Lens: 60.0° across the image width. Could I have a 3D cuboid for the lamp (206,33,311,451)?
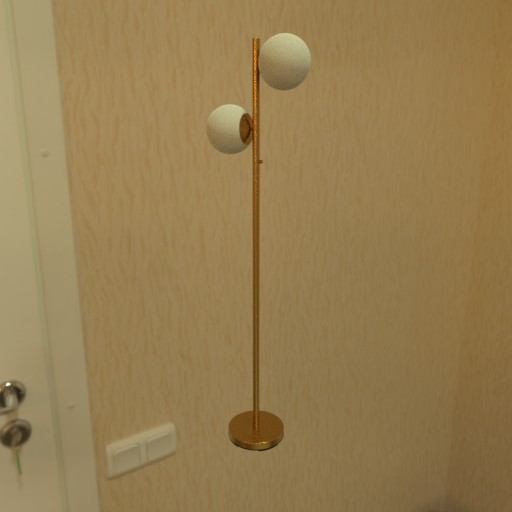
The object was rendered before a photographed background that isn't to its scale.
[{"bbox_3d":[0.000,0.000,1.808,0.419,1.641,0.249,7,15,27],"label":"lamp"}]
